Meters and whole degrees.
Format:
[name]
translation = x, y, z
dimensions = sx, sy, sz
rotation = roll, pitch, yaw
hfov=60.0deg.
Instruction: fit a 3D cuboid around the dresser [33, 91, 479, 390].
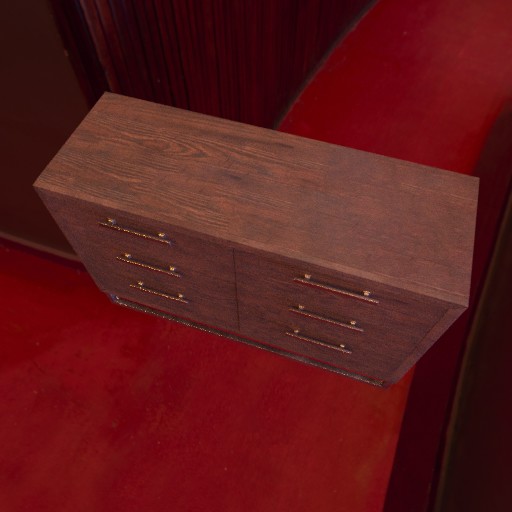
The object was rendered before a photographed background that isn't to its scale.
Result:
[dresser]
translation = 0.000, 0.000, 2.174
dimensions = 1.646, 1.061, 0.623
rotation = 16, 59, 10
